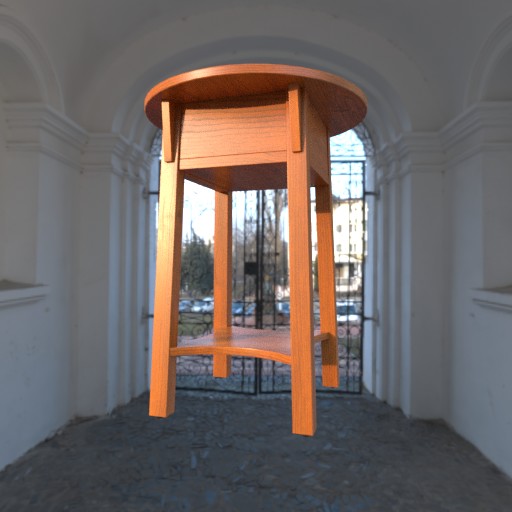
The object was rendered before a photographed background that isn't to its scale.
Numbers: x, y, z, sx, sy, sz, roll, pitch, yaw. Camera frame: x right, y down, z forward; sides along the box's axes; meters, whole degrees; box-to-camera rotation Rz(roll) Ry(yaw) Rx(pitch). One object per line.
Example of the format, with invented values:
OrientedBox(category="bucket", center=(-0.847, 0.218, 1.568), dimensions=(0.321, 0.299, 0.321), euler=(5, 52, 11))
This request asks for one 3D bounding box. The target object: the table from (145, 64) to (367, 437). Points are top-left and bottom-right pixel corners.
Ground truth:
OrientedBox(category="table", center=(0.000, 0.000, 0.933), dimensions=(0.457, 0.610, 0.457), euler=(0, -1, 0))
